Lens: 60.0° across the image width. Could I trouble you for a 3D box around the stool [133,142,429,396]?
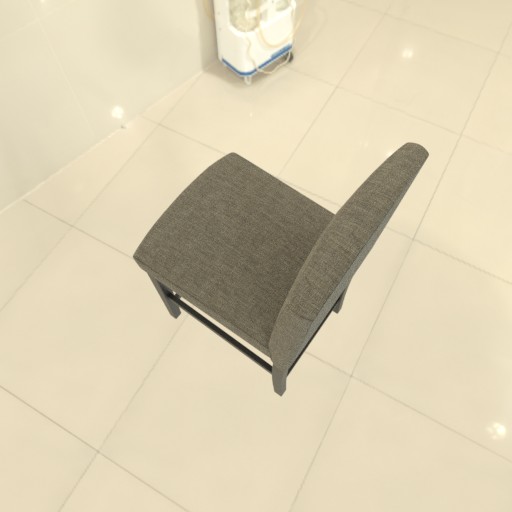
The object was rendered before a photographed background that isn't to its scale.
[{"bbox_3d":[0.000,0.000,1.275,0.552,0.966,0.451,33,68,15],"label":"stool"}]
